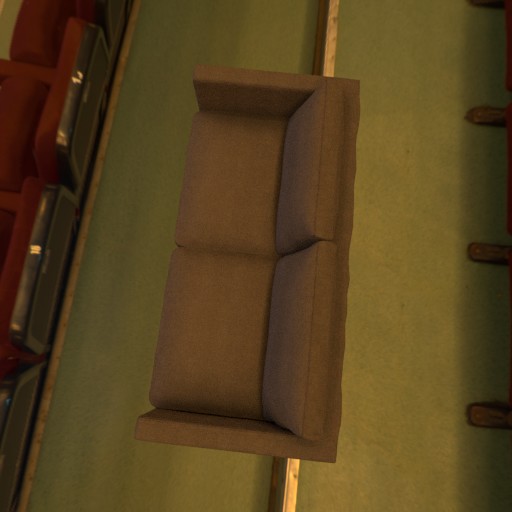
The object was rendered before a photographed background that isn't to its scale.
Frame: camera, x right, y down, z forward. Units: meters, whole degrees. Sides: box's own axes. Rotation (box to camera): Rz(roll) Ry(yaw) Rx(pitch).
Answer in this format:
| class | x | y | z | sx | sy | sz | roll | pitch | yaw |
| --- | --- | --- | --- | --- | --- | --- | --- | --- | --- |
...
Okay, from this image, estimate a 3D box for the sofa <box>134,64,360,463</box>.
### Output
| class | x | y | z | sx | sy | sz | roll | pitch | yaw |
| --- | --- | --- | --- | --- | --- | --- | --- | --- | --- |
| sofa | 0.000 | 0.000 | 2.476 | 0.953 | 0.855 | 1.982 | 6 | 77 | 1 |
